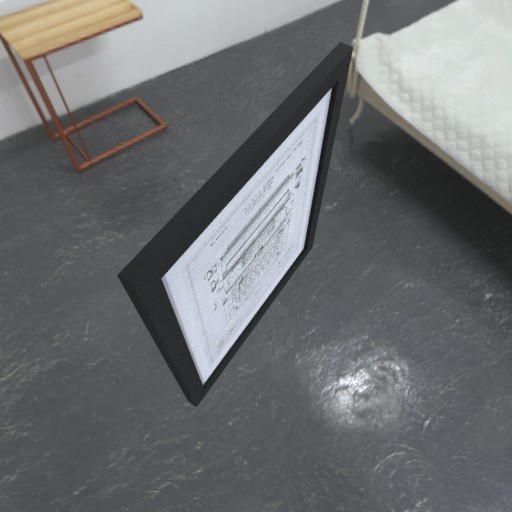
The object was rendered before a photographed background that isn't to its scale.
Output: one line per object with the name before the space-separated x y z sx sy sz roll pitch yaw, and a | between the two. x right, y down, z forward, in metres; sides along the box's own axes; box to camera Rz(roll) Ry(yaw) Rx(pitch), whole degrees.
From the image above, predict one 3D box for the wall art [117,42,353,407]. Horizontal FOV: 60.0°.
wall art | 0.000 0.000 0.720 0.021 0.508 0.432 30 64 17
